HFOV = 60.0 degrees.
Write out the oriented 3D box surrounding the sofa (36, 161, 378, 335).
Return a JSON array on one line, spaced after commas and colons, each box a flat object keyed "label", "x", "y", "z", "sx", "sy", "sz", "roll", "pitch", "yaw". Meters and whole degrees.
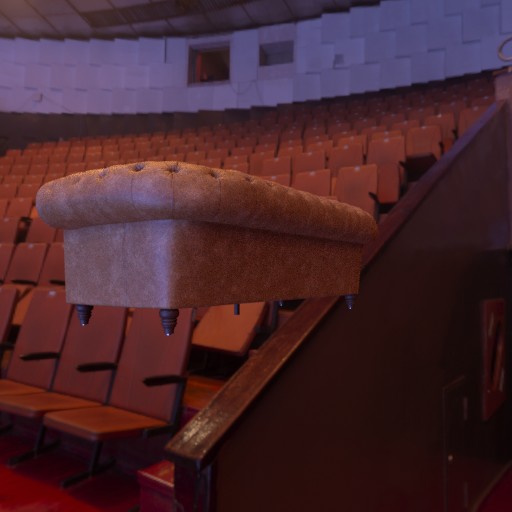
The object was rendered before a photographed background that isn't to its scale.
[{"label": "sofa", "x": 0.000, "y": 0.000, "z": 2.816, "sx": 0.989, "sy": 0.760, "sz": 2.365, "roll": -2, "pitch": -3, "yaw": 36}]
